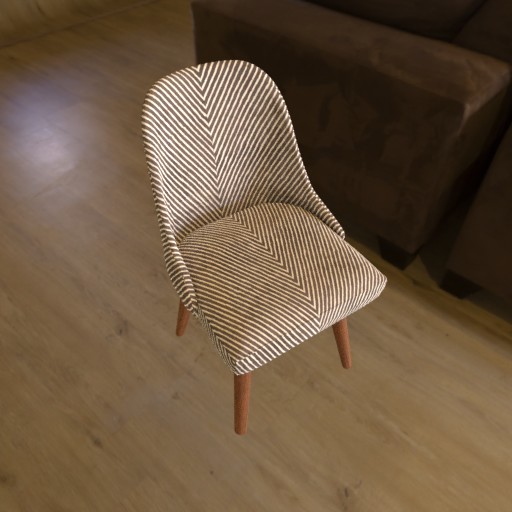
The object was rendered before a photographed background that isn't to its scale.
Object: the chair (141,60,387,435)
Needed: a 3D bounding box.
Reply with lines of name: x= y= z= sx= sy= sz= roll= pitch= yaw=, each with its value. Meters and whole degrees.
chair: x=0.000 y=0.000 z=1.269 sx=0.504 sy=0.883 sz=0.591 roll=-24 pitch=51 yaw=-22
